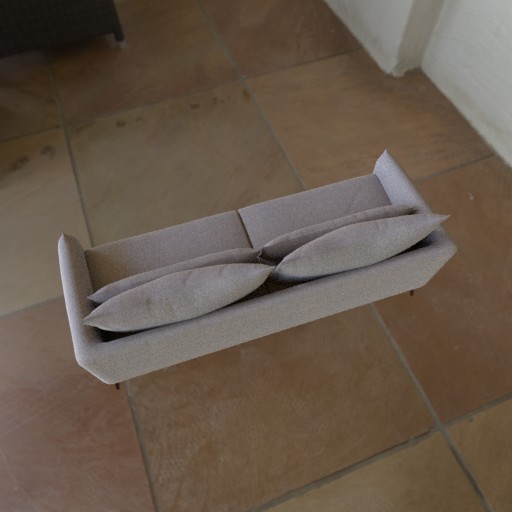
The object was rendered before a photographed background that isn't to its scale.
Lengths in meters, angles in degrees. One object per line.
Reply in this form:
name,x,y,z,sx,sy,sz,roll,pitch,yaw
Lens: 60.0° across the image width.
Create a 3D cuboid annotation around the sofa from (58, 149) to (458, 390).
sofa,0.000,0.000,2.422,2.022,0.833,0.809,-16,61,-9
